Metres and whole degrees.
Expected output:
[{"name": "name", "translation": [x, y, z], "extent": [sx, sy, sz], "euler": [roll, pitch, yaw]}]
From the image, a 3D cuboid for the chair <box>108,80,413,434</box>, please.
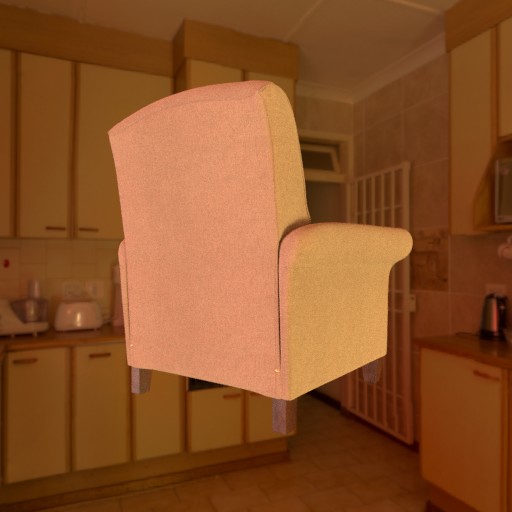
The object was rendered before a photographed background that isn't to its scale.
[{"name": "chair", "translation": [0.000, 0.000, 1.782], "extent": [0.978, 1.061, 0.905], "euler": [-1, -1, 37]}]
